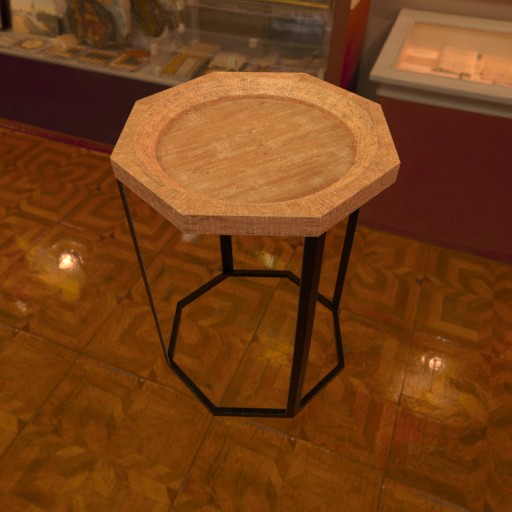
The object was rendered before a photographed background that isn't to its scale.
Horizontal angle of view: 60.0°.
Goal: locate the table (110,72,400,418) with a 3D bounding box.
[{"bbox_3d":[0.000,0.000,0.871,0.437,0.553,0.437,18,48,17],"label":"table"}]
